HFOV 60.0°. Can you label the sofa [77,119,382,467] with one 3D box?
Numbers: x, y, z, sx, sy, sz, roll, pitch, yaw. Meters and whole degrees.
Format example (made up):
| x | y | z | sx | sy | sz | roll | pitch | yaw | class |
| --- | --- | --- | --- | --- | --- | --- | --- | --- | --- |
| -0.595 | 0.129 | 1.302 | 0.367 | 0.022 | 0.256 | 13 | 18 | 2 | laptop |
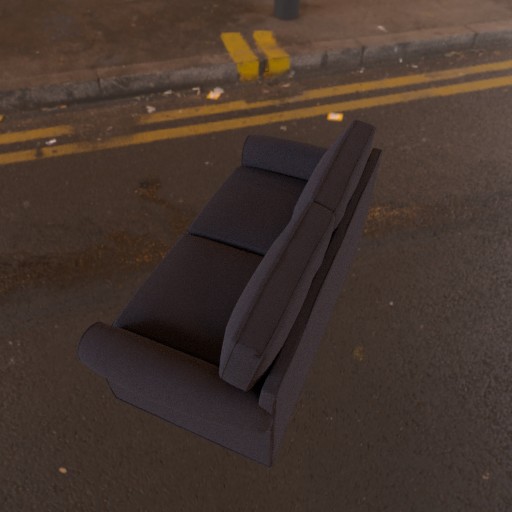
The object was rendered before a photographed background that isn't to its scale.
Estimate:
| x | y | z | sx | sy | sz | roll | pitch | yaw | class |
| --- | --- | --- | --- | --- | --- | --- | --- | --- | --- |
| 0.000 | 0.000 | 2.551 | 0.951 | 1.031 | 2.009 | 18 | 49 | 16 | sofa |
